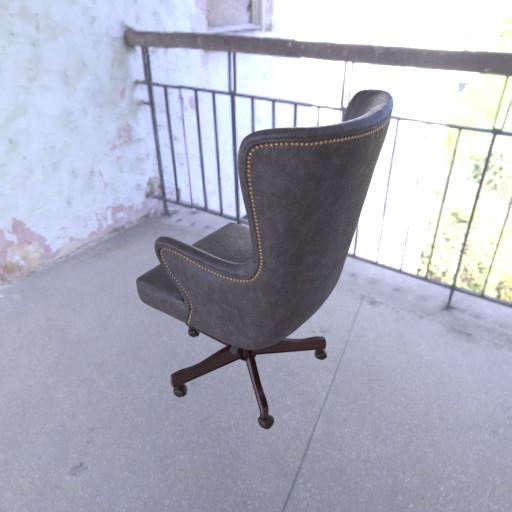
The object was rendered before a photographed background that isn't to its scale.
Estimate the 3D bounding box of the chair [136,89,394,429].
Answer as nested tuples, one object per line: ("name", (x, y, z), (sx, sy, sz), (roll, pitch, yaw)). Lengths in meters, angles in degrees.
("chair", (0.000, 0.000, 1.476), (0.717, 1.037, 0.594), (20, 37, 30))
